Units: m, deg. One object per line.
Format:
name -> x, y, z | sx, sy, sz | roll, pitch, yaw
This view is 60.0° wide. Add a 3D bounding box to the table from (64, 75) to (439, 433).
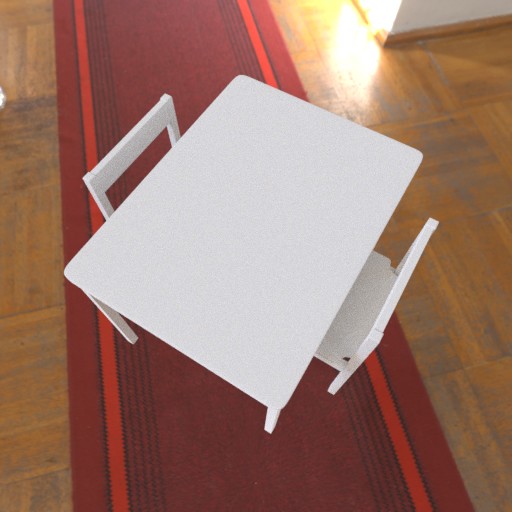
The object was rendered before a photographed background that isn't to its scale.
table -> 0.000, 0.000, 1.116 | 0.672, 0.503, 0.650 | 29, 66, 14
